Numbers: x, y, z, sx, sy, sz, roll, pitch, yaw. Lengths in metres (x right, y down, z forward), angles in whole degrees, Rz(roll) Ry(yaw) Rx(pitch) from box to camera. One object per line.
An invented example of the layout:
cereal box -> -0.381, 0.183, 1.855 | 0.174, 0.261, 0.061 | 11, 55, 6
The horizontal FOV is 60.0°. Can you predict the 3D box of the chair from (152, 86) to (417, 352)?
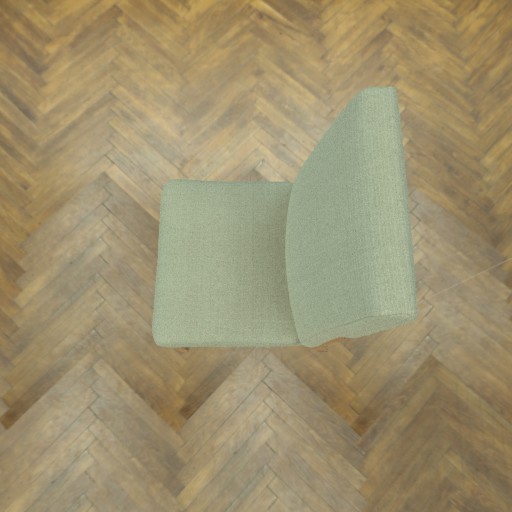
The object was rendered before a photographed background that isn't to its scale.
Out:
chair -> 0.000, 0.000, 1.259 | 0.586, 0.911, 0.507 | 0, 74, 0
